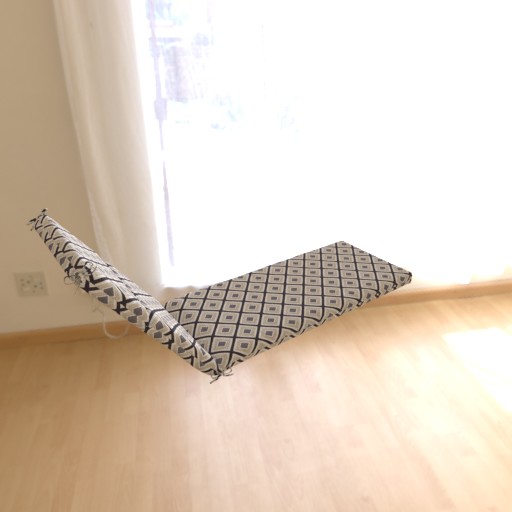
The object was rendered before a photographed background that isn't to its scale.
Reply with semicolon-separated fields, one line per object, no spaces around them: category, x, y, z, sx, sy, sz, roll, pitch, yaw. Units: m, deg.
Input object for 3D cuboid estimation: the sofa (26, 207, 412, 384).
sofa;0.000;0.000;1.951;1.663;0.622;0.582;-18;32;-32
